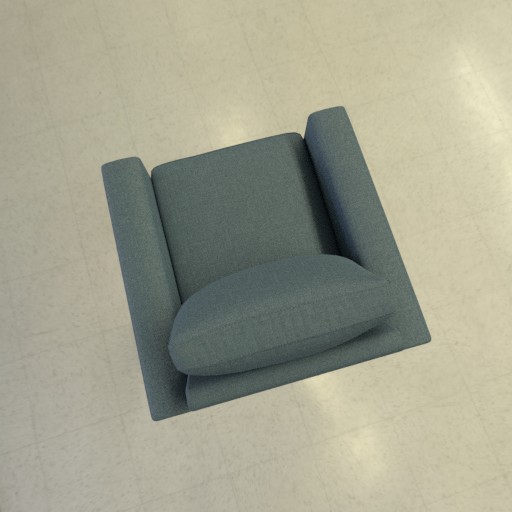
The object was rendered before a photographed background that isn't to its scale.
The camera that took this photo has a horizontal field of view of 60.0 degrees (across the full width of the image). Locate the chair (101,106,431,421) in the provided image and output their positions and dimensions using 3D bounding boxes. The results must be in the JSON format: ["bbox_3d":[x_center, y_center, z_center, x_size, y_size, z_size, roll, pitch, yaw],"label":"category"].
[{"bbox_3d":[0.000,0.000,1.848,1.024,1.010,1.038,-15,75,-4],"label":"chair"}]
